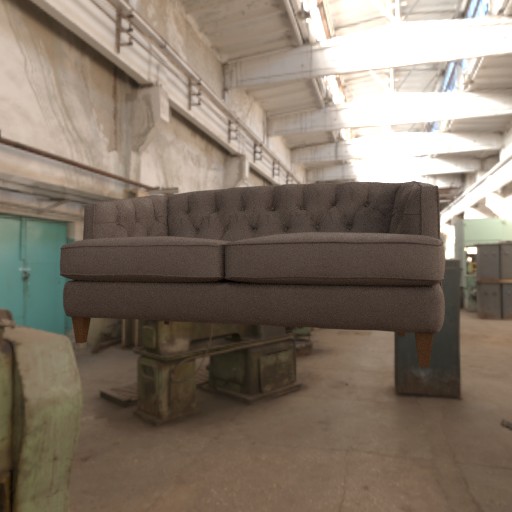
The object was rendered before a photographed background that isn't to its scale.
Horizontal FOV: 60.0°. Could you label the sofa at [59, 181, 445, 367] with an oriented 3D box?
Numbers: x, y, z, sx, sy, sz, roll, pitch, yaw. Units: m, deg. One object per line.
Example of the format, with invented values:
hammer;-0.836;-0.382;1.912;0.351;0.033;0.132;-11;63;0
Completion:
sofa;0.000;0.000;2.276;1.733;0.855;0.941;0;-1;18
